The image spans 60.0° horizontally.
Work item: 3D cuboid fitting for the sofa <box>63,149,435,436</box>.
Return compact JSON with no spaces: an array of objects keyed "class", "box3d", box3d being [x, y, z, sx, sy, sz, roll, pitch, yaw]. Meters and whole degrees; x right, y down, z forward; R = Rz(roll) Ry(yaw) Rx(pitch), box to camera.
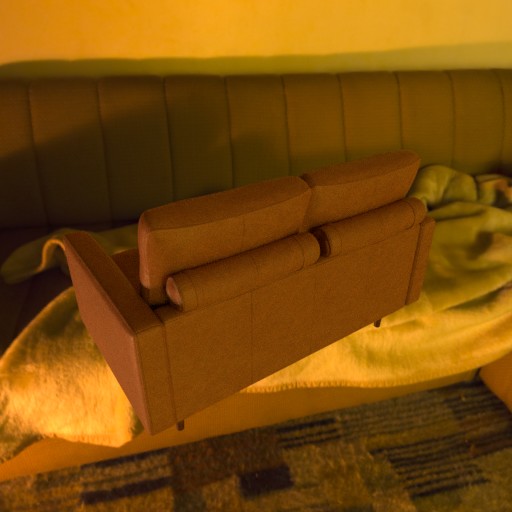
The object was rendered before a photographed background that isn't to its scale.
[{"class":"sofa","box3d":[0.000,0.000,1.957,1.430,0.898,0.868,-19,34,-30]}]
